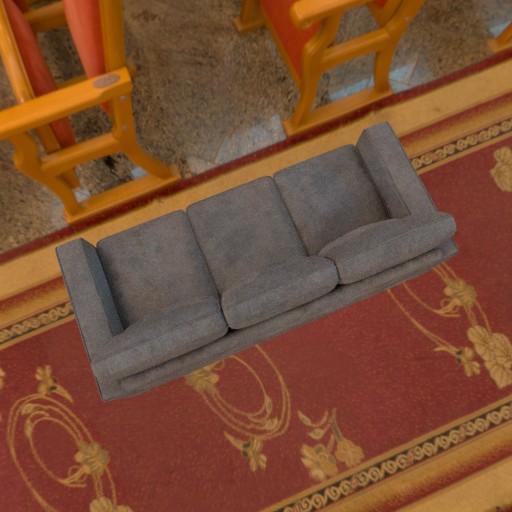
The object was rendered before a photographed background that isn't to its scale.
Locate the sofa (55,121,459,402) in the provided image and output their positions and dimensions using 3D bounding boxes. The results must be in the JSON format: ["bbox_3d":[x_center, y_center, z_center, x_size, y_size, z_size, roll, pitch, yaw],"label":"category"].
[{"bbox_3d":[0.000,0.000,2.671,2.133,0.965,0.939,-22,77,-6],"label":"sofa"}]
